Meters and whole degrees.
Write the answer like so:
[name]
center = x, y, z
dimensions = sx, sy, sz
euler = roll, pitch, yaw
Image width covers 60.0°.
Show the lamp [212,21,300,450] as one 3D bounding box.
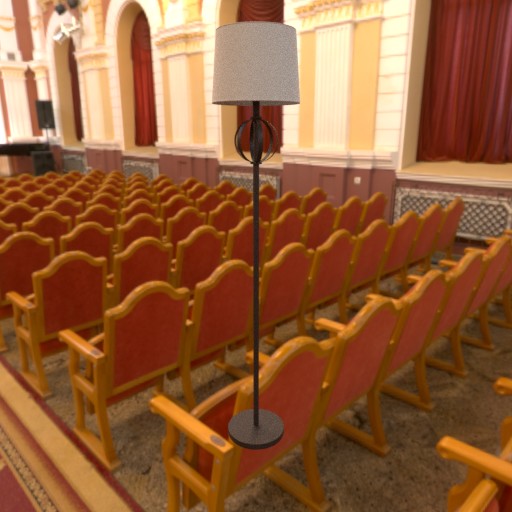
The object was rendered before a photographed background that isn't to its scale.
[lamp]
center = 0.000, 0.000, 1.585
dimensions = 0.286, 1.462, 0.286
euler = -15, 22, -42
